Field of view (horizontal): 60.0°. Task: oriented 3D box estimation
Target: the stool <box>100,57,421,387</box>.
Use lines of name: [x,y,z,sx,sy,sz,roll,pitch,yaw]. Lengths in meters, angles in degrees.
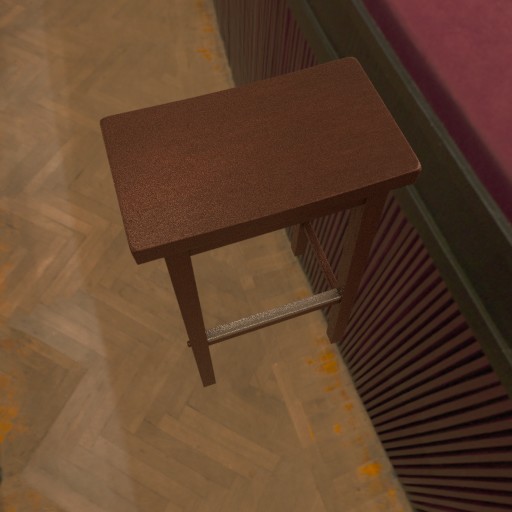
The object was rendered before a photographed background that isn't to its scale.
stool: [0.000,0.000,0.957,0.406,0.742,0.322,-17,66,-8]
